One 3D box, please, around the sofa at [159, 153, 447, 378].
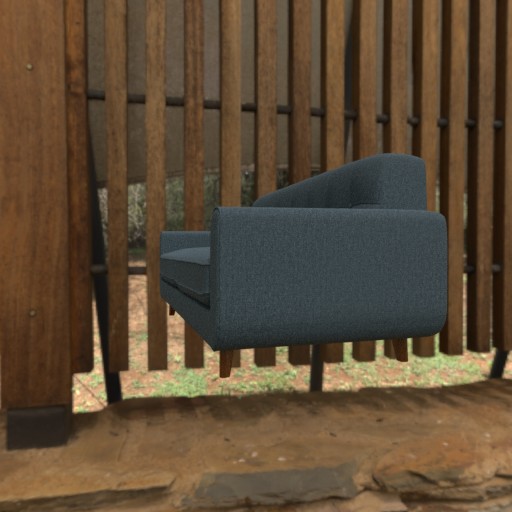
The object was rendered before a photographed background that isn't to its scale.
[{"bbox_3d":[0.000,0.000,2.566,0.942,0.884,2.055,0,1,-17],"label":"sofa"}]
